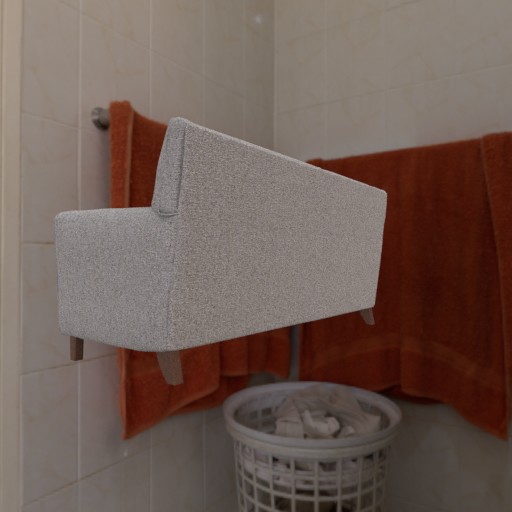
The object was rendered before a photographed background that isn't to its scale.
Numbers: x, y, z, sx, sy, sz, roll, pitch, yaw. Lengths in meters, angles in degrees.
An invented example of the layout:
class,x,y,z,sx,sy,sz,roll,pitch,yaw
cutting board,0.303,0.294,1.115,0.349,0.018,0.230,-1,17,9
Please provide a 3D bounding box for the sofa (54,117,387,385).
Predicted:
class,x,y,z,sx,sy,sz,roll,pitch,yaw
sofa,0.000,0.000,2.539,0.854,0.942,2.026,0,-1,36
